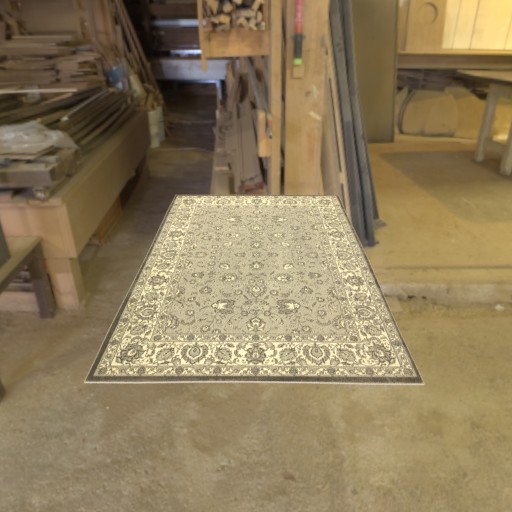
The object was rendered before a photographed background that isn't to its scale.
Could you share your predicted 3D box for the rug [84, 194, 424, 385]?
[{"bbox_3d":[0.000,0.000,3.047,1.524,0.011,2.438,0,28,0],"label":"rug"}]
